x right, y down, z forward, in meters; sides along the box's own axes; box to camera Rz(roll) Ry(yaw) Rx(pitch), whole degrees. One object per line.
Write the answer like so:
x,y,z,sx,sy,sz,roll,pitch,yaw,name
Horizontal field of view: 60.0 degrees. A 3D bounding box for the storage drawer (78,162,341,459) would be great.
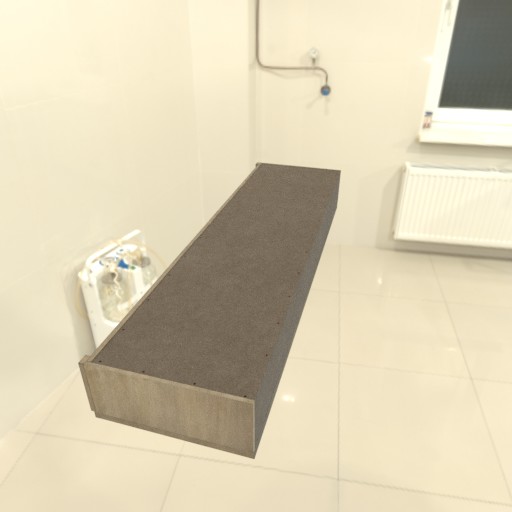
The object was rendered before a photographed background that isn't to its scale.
0.000,0.000,2.286,0.591,0.274,2.072,8,32,14,storage drawer
